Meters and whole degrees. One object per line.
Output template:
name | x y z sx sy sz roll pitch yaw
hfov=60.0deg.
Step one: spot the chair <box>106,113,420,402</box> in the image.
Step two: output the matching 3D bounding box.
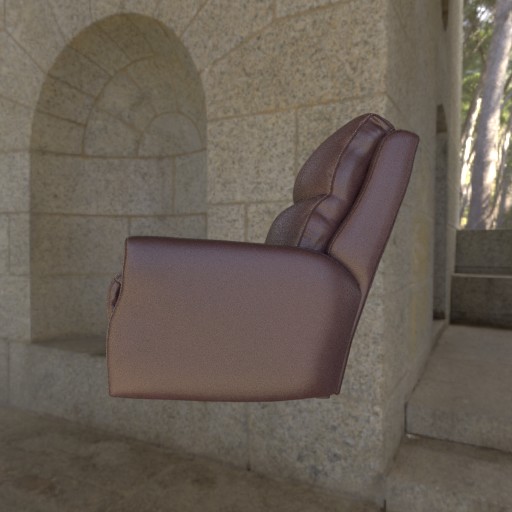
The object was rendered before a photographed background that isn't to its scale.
chair | 0.000 0.000 1.815 1.080 1.030 0.829 0 1 -1
